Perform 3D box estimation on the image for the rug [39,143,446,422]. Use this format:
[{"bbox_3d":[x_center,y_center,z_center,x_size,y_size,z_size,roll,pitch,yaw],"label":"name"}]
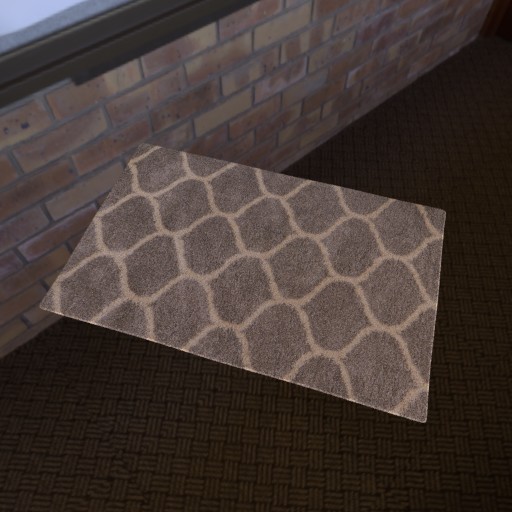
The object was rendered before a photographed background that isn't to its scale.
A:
[{"bbox_3d":[0.000,0.000,2.931,2.348,0.025,1.501,14,59,9],"label":"rug"}]
